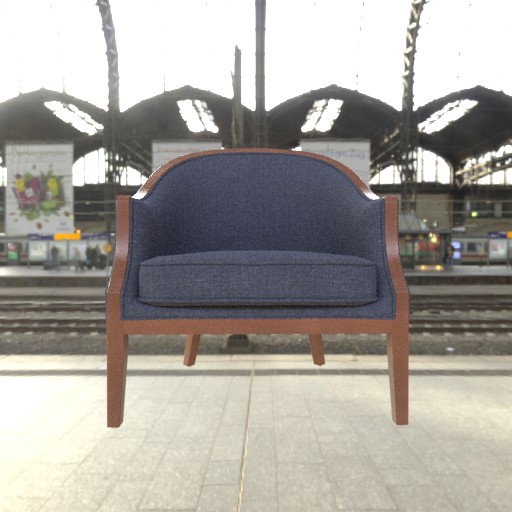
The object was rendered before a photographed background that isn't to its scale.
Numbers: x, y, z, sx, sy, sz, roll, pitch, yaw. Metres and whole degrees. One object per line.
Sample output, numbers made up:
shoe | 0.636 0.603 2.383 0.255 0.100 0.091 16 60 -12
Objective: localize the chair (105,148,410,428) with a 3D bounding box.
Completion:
chair | 0.000 0.000 1.464 0.803 0.876 0.735 0 0 -1
